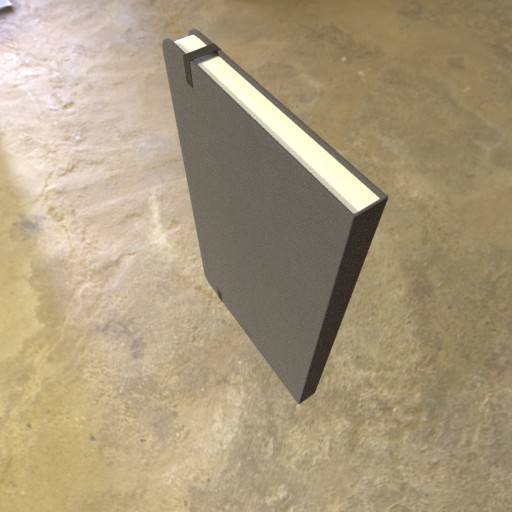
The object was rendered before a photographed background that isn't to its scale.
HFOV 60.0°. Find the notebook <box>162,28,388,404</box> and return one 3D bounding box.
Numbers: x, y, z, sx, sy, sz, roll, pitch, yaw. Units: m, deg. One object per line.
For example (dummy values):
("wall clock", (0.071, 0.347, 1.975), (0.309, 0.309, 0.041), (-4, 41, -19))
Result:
("notebook", (0.000, 0.000, 0.257), (0.016, 0.213, 0.127), (-30, 61, -18))
